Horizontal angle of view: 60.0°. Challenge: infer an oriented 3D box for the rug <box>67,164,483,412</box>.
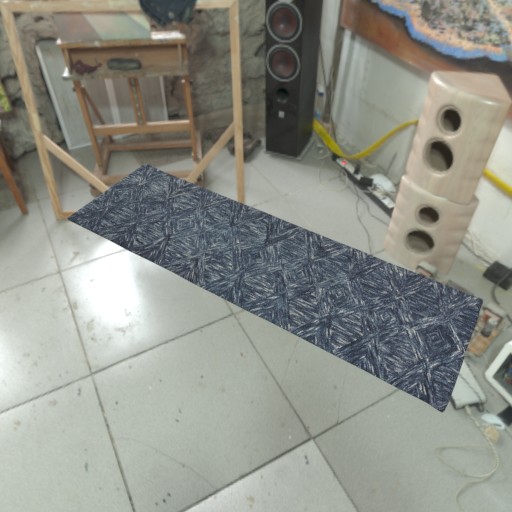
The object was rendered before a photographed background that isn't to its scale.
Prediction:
[{"bbox_3d":[0.000,0.000,2.482,2.306,0.013,0.719,24,50,22],"label":"rug"}]
